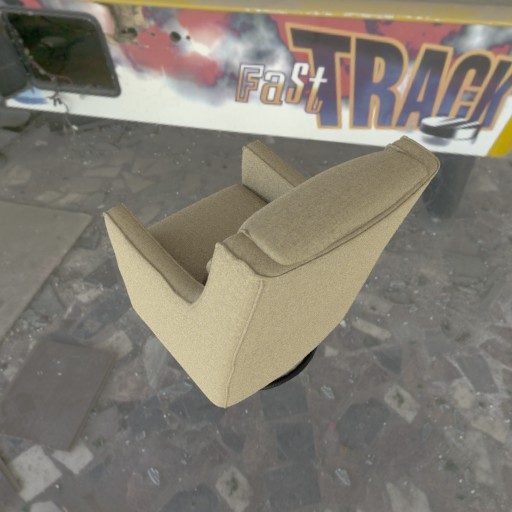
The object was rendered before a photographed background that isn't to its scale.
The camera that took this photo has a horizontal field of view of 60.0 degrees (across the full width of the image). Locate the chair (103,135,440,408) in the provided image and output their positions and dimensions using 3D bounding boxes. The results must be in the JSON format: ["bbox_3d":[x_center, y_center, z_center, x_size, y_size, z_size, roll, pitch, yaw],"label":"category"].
[{"bbox_3d":[0.000,0.000,1.595,0.732,0.993,0.879,-32,54,-27],"label":"chair"}]
